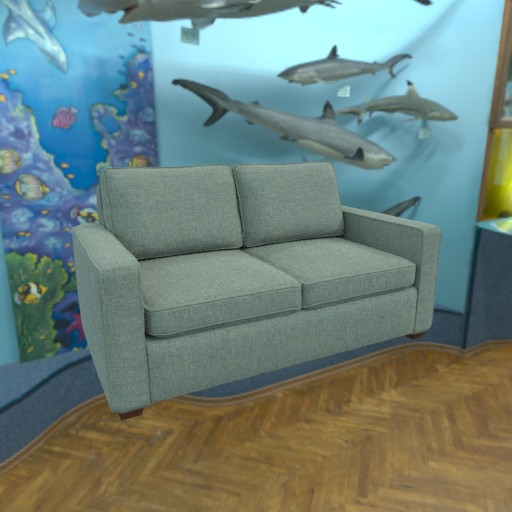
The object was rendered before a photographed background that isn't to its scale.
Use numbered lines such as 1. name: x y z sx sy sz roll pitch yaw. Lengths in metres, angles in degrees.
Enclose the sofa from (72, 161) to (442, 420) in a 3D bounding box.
1. sofa: 0.000 0.000 2.306 1.706 0.915 0.945 -8 17 -26
